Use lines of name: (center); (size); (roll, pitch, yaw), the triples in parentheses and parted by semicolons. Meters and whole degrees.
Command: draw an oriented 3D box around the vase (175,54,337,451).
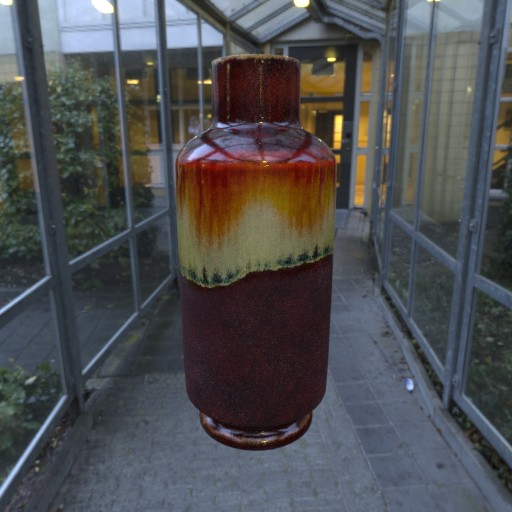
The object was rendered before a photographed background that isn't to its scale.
vase: (0.000, 0.000, 0.322); (0.111, 0.261, 0.111); (0, 15, 0)
